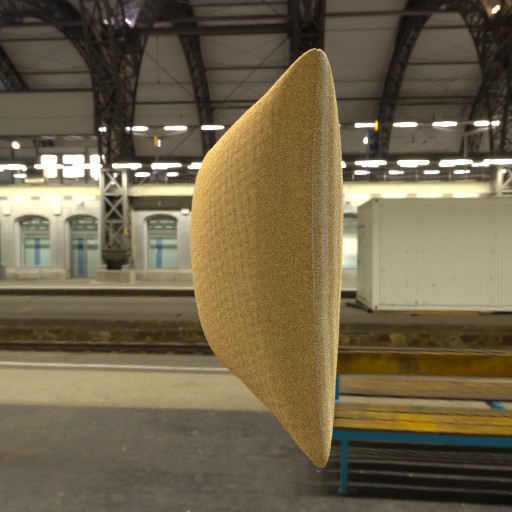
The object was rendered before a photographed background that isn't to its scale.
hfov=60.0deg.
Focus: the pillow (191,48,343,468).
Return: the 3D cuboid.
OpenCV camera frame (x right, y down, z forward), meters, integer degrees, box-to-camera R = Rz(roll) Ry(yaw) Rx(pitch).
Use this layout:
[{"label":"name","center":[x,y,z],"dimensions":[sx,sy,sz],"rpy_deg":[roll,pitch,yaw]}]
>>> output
[{"label":"pillow","center":[0.000,0.000,0.619],"dimensions":[0.173,0.407,0.419],"rpy_deg":[0,1,-18]}]
